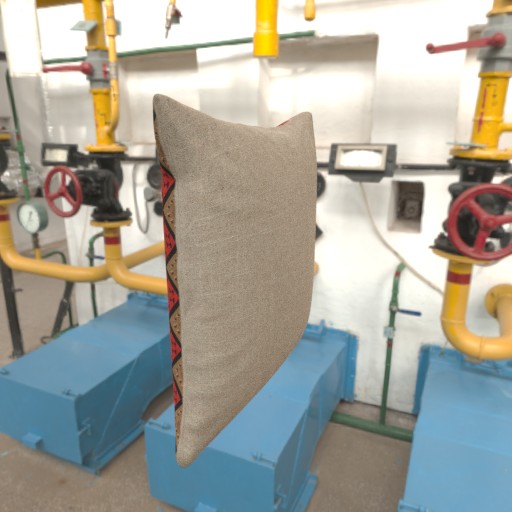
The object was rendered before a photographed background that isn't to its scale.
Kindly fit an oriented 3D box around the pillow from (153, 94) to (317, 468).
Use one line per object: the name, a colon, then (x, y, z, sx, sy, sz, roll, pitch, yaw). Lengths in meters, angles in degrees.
pillow: (0.000, 0.000, 0.786, 0.158, 0.511, 0.513, 8, 18, 24)
